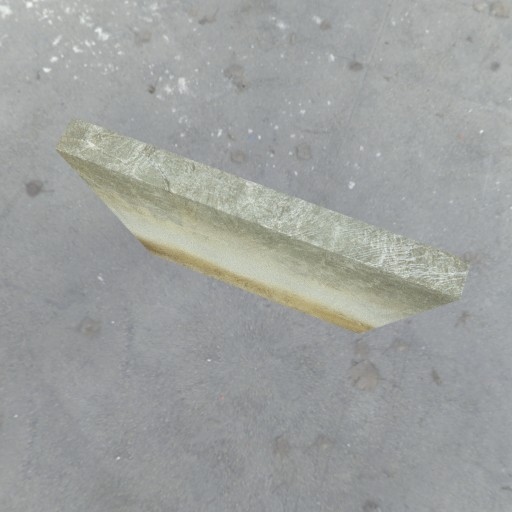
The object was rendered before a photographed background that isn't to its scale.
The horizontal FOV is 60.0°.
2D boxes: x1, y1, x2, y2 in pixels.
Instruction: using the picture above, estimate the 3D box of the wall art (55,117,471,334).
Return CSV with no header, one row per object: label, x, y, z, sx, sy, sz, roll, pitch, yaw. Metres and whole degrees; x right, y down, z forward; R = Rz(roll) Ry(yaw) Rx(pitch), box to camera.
wall art,0.000,0.000,0.614,0.405,0.407,0.038,21,77,5
